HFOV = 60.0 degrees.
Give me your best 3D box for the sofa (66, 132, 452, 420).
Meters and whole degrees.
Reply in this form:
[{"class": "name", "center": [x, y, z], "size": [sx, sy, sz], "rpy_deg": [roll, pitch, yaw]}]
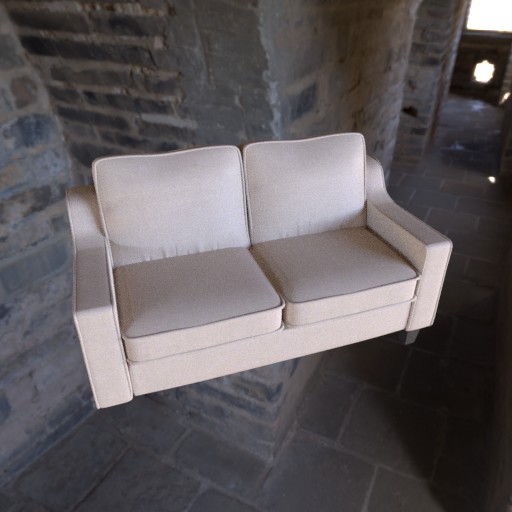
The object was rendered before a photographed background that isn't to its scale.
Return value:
[{"class": "sofa", "center": [0.000, 0.000, 3.429], "size": [2.587, 1.562, 1.351], "rpy_deg": [-10, 32, -16]}]
